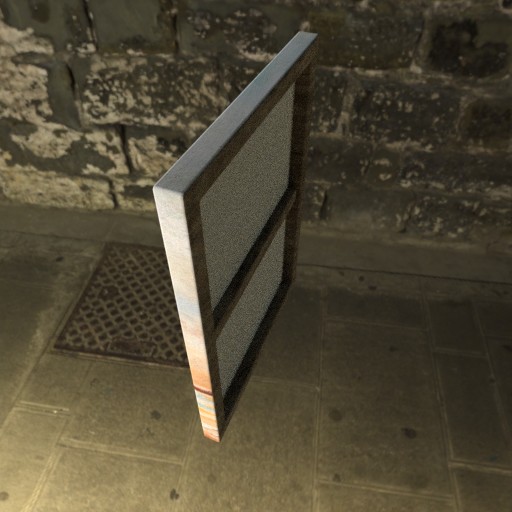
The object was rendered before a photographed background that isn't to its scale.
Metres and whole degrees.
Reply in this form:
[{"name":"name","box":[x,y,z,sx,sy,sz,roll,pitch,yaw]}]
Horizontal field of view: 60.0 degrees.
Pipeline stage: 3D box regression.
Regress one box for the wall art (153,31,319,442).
[{"name":"wall art","box":[0.000,0.000,0.783,0.035,0.605,0.443,17,48,15]}]
